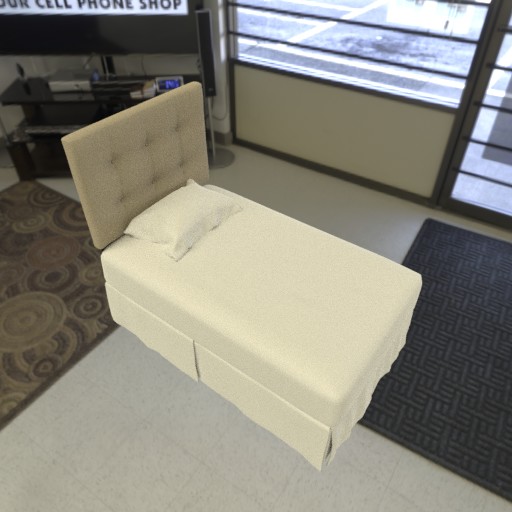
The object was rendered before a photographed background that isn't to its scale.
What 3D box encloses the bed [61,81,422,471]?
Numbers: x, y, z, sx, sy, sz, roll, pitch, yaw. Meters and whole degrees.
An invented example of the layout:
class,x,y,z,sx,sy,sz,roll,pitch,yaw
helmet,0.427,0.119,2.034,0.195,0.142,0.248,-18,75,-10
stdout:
class,x,y,z,sx,sy,sz,roll,pitch,yaw
bed,0.000,0.000,2.951,1.997,1.571,1.261,26,48,27
